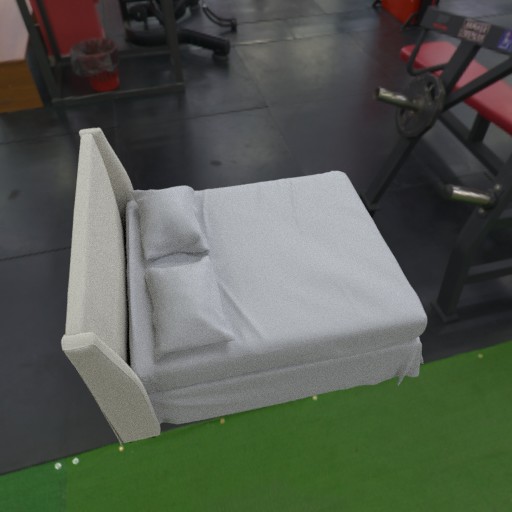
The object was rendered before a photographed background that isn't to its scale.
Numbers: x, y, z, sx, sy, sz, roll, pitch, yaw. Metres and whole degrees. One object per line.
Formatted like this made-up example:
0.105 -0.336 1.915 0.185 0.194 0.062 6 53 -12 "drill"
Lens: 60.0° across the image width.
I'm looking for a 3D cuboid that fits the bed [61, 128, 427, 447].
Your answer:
0.000 0.000 3.299 2.276 1.332 1.925 -9 49 -8 "bed"
